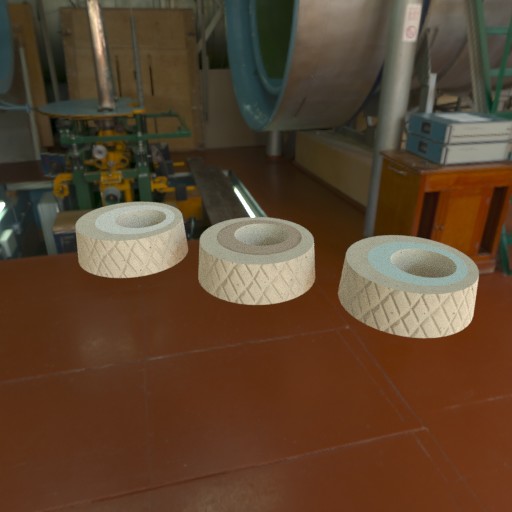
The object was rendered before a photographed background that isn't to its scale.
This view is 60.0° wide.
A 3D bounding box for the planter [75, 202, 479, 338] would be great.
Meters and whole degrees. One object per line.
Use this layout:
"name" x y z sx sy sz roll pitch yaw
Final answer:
"planter" 0.000 0.000 0.425 0.390 0.038 0.114 9 28 18
